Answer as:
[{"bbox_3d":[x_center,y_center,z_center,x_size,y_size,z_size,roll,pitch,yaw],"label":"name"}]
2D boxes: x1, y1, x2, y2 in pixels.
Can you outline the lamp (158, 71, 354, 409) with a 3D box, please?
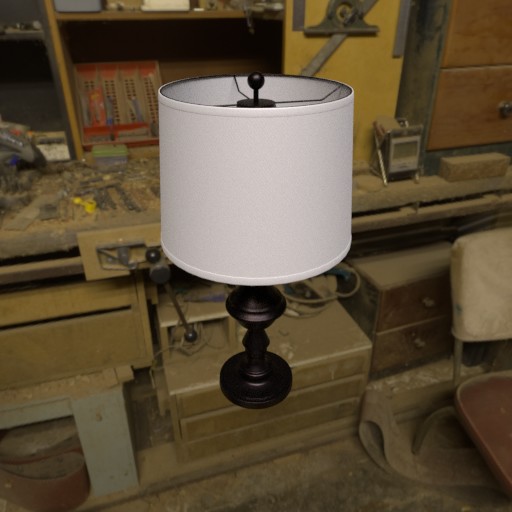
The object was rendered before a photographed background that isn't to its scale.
[{"bbox_3d":[0.000,0.000,0.935,0.383,0.726,0.383,0,30,0],"label":"lamp"}]
